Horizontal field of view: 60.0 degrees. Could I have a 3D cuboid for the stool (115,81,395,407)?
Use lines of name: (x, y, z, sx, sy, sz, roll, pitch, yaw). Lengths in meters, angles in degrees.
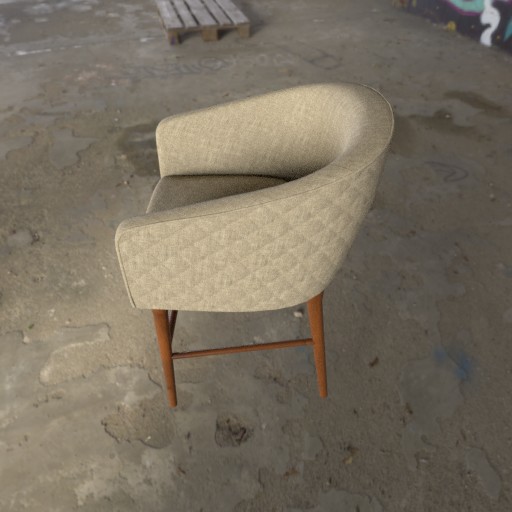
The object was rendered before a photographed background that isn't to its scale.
stool: (0.000, 0.000, 1.349, 0.635, 0.952, 0.559, 0, 42, 1)
